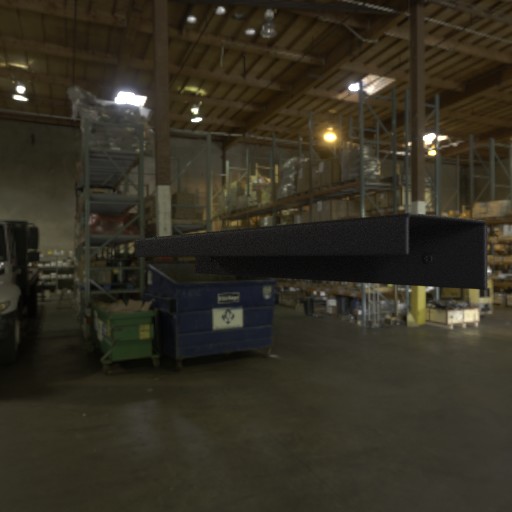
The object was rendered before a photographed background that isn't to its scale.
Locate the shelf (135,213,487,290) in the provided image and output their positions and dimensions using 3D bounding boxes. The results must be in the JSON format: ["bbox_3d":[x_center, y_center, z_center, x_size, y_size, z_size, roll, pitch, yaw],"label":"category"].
[{"bbox_3d":[0.000,0.000,0.490,0.102,0.053,0.456,0,0,-36],"label":"shelf"}]
